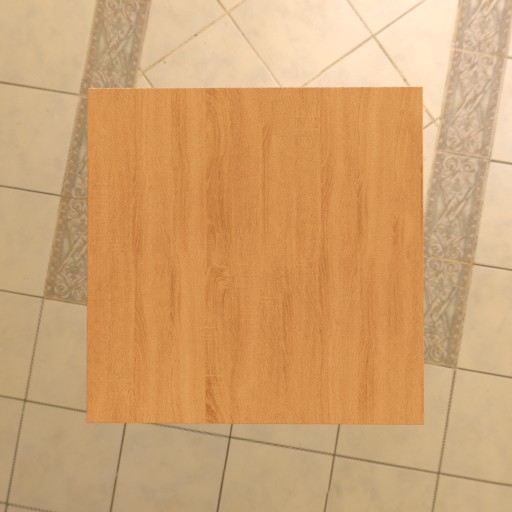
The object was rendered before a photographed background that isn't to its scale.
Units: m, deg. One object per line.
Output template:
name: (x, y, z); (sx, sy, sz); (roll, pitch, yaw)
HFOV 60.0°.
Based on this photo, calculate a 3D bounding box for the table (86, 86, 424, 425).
table: (0.000, 0.000, 1.145); (0.700, 0.450, 0.700); (0, 89, 1)
